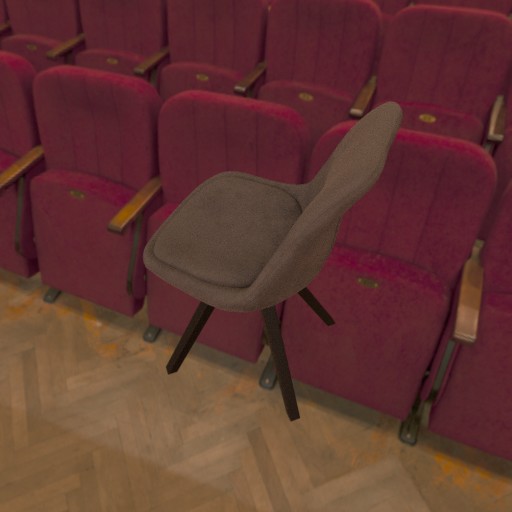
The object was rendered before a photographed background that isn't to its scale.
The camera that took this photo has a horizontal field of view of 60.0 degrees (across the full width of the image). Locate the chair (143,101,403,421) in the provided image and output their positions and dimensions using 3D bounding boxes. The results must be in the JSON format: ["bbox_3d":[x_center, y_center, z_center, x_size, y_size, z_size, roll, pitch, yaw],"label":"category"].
[{"bbox_3d":[0.000,0.000,1.186,0.550,0.850,0.476,17,48,16],"label":"chair"}]
